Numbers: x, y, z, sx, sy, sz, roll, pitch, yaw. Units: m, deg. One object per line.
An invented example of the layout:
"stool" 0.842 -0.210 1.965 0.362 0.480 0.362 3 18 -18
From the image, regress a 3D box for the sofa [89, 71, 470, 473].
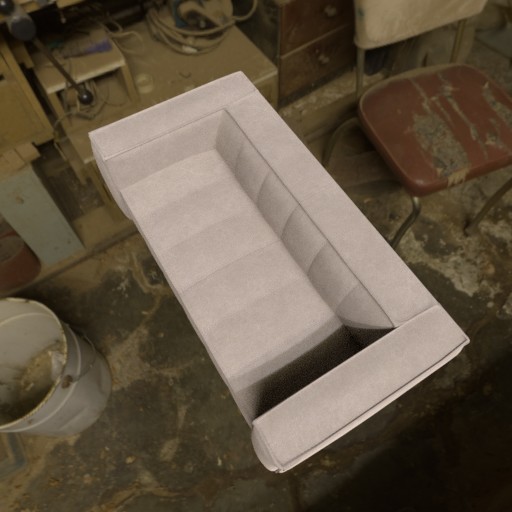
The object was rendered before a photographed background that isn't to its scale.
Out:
"sofa" 0.000 0.000 2.455 1.038 0.680 1.995 -28 66 -14
